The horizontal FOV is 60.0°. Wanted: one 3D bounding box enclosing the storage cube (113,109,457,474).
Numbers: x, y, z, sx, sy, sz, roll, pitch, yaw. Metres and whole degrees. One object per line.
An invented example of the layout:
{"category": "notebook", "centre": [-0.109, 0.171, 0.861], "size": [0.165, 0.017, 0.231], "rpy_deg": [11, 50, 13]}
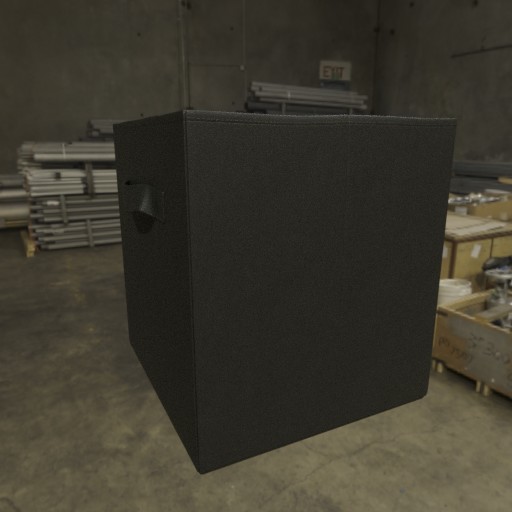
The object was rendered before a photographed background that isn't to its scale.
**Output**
{"category": "storage cube", "centre": [0.000, 0.000, 0.481], "size": [0.270, 0.280, 0.270], "rpy_deg": [-7, 16, -26]}
